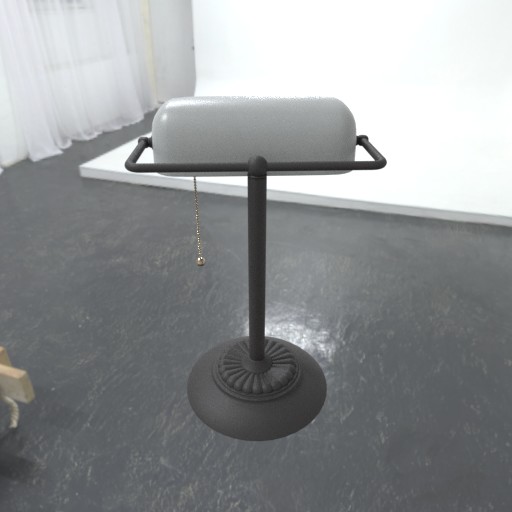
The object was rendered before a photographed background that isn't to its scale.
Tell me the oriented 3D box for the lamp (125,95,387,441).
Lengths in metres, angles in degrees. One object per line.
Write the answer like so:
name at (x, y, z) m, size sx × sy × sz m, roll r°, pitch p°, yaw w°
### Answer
lamp at (0.000, 0.000, 0.517) m, size 0.264 × 0.339 × 0.243 m, roll -1°, pitch 30°, yaw -2°
